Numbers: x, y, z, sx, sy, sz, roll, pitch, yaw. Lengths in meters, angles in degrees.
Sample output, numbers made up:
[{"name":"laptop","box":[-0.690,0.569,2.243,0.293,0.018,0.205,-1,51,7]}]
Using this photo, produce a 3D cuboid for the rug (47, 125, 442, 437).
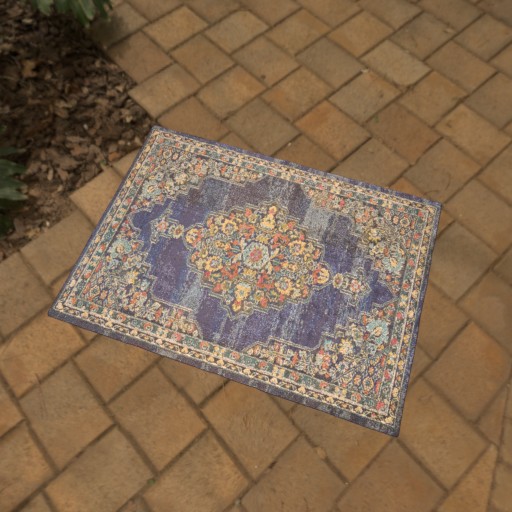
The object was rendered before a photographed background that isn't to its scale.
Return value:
[{"name":"rug","box":[0.000,0.000,2.954,2.232,0.009,1.630,17,66,8]}]
